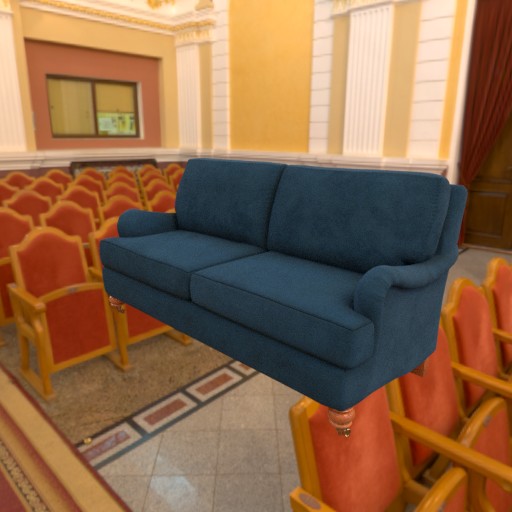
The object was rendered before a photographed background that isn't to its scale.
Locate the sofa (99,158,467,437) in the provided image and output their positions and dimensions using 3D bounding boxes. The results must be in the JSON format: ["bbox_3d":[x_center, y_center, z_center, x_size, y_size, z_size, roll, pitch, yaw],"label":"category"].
[{"bbox_3d":[0.000,0.000,2.748,2.141,1.101,1.084,15,22,42],"label":"sofa"}]
